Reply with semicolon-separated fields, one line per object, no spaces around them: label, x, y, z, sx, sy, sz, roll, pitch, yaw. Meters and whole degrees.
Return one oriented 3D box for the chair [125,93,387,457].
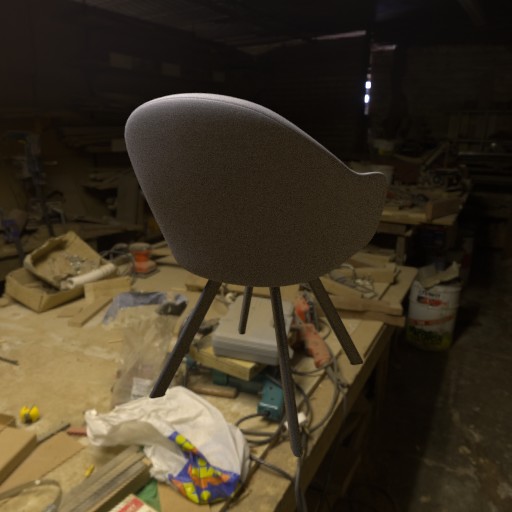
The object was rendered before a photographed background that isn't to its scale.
chair;0.000;0.000;1.163;0.540;0.780;0.570;10;20;29
